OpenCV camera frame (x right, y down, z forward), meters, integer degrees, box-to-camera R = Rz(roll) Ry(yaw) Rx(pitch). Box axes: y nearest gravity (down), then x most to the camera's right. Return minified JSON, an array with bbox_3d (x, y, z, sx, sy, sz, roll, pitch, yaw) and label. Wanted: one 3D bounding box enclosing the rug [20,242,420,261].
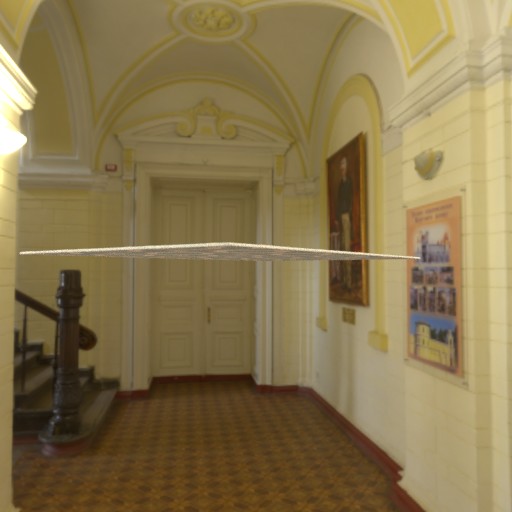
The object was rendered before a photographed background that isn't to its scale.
[{"bbox_3d":[0.000,0.000,3.041,1.528,0.015,2.443,-1,-2,36],"label":"rug"}]
